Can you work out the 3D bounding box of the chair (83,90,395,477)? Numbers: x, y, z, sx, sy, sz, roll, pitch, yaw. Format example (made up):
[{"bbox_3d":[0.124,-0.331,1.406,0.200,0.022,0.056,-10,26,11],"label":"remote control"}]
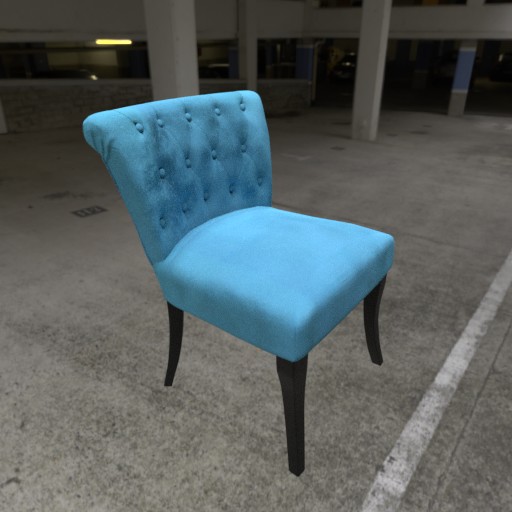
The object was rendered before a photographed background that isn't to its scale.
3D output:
[{"bbox_3d":[0.000,0.000,1.167,0.605,0.750,0.582,19,32,32],"label":"chair"}]
